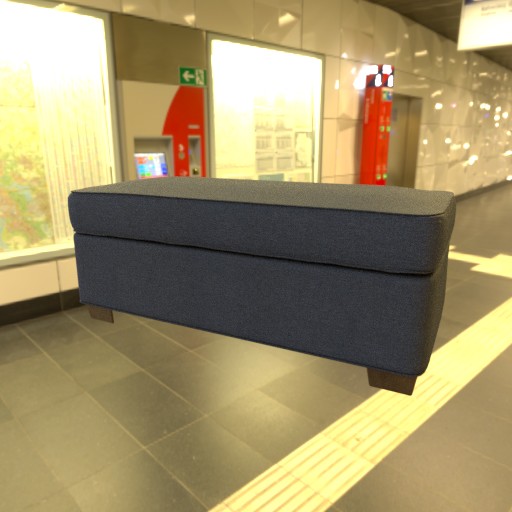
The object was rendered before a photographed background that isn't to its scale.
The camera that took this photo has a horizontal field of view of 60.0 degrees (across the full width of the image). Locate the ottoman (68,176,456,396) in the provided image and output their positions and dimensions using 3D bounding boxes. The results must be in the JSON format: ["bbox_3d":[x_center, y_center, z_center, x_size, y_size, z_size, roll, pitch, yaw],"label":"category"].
[{"bbox_3d":[0.000,0.000,1.401,1.110,0.460,0.515,7,17,26],"label":"ottoman"}]
